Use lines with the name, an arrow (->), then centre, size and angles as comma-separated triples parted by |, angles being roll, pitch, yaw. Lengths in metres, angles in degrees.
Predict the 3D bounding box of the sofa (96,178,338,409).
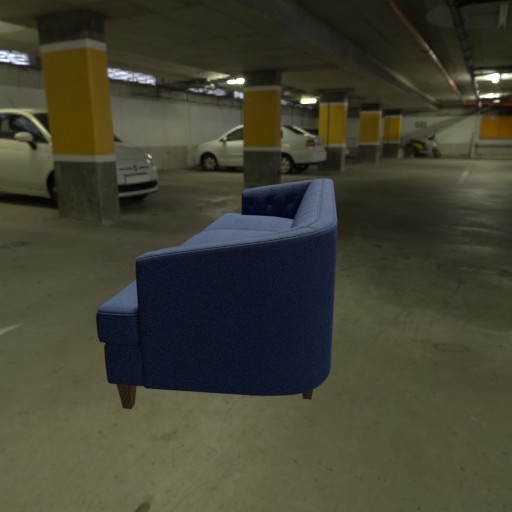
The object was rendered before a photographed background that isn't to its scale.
sofa -> 0.000, 0.000, 2.696 | 0.914, 0.787, 2.235 | 2, 15, 9
